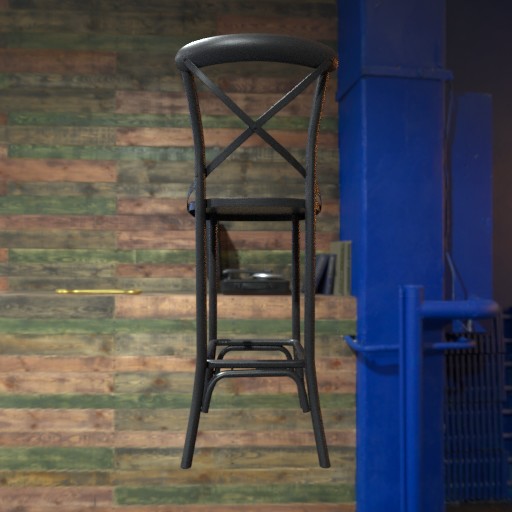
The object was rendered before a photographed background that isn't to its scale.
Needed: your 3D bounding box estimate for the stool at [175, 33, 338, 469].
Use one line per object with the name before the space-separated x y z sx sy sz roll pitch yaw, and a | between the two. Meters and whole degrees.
stool | 0.000 0.000 1.448 0.457 1.168 0.584 0 -1 -1
